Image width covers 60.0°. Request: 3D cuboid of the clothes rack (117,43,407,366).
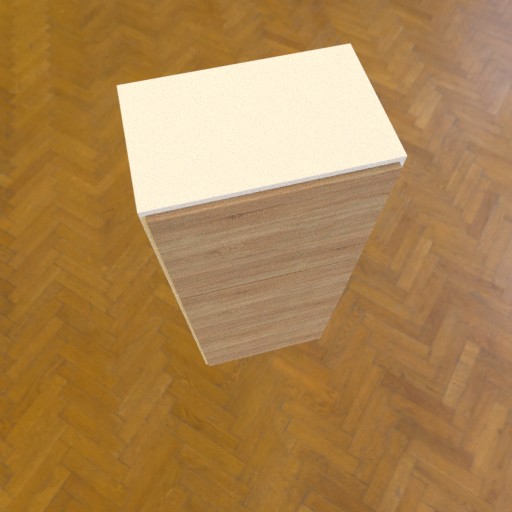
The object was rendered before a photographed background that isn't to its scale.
[{"bbox_3d":[0.000,0.000,1.387,0.500,1.187,0.331,-13,65,-6],"label":"clothes rack"}]
